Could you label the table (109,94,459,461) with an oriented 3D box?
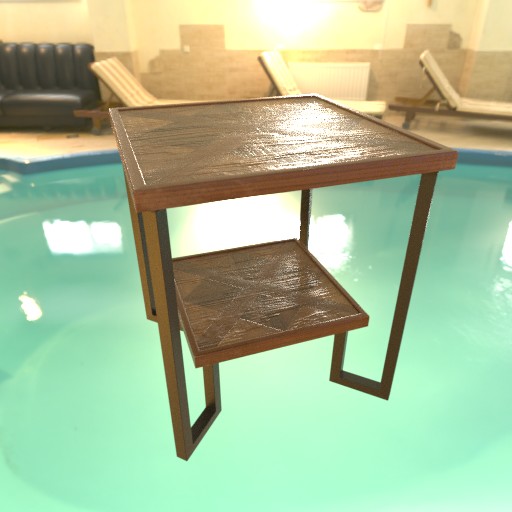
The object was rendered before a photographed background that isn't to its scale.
[{"bbox_3d":[0.000,0.000,0.972,0.503,0.563,0.503,-10,32,-17],"label":"table"}]
